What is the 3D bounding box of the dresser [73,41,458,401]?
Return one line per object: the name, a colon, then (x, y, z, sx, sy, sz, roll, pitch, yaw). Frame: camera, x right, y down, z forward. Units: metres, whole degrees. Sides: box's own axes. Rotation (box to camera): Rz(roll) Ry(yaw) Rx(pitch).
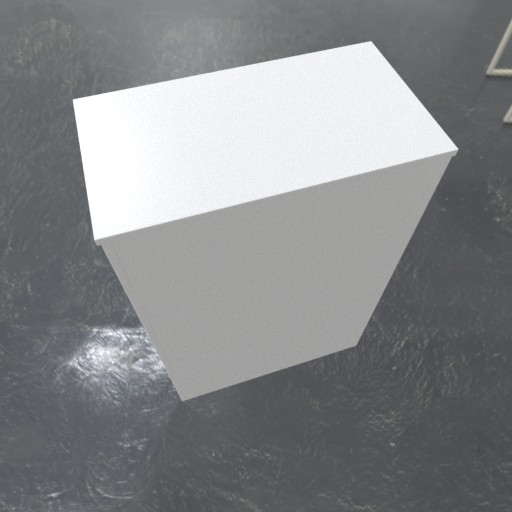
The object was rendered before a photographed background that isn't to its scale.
dresser: (0.000, 0.000, 1.339, 0.704, 1.021, 0.401, -15, 58, -10)
